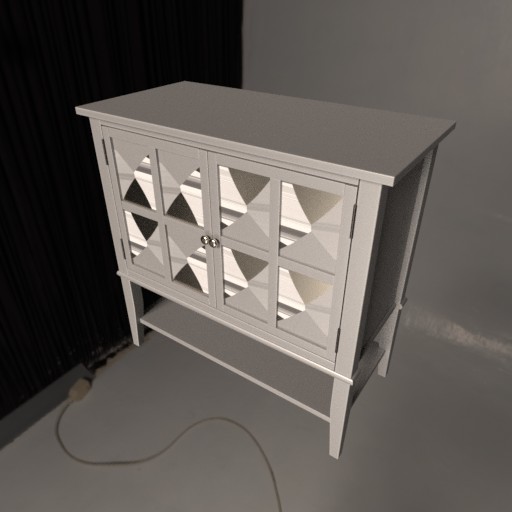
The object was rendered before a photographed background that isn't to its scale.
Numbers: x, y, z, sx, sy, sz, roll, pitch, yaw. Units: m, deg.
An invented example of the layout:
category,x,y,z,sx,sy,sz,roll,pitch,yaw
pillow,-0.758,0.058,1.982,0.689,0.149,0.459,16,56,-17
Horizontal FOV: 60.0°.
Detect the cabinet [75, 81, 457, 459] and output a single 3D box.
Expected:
category,x,y,z,sx,sy,sz,roll,pitch,yaw
cabinet,0.000,0.000,1.235,0.801,0.780,0.396,20,37,29
